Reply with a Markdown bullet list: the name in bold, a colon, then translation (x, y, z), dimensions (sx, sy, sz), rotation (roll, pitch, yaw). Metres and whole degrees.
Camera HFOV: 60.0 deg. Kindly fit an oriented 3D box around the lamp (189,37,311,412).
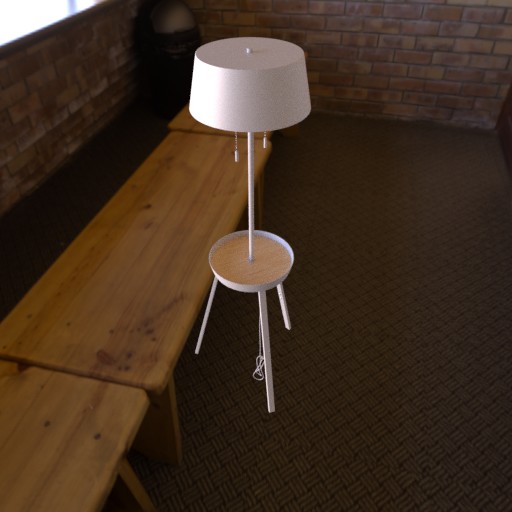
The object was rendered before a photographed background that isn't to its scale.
- **lamp**: translation (0.000, 0.000, 1.654), dimensions (0.508, 1.429, 0.468), rotation (-12, 42, -14)
